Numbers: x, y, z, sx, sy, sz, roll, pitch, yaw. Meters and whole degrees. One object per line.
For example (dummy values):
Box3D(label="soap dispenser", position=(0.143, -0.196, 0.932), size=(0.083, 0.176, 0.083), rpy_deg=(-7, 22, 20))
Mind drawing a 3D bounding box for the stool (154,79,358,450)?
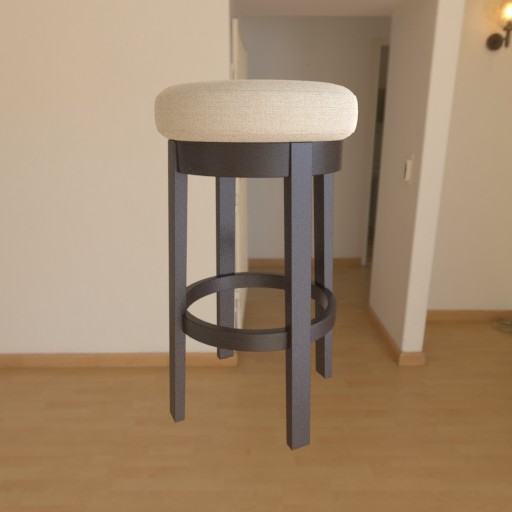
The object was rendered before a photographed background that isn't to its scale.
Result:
Box3D(label="stool", position=(0.000, 0.000, 1.046), size=(0.446, 0.758, 0.446), rpy_deg=(0, 17, 0))
